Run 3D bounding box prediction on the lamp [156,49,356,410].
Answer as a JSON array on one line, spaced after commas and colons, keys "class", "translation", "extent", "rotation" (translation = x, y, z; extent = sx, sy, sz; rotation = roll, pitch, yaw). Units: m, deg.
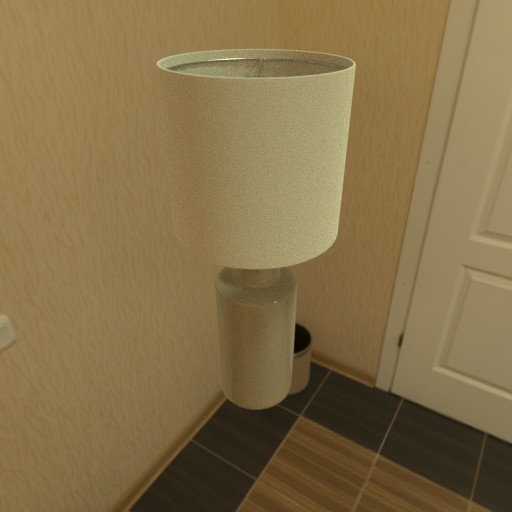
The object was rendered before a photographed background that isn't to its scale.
[{"class": "lamp", "translation": [0.000, 0.000, 0.606], "extent": [0.212, 0.493, 0.212], "rotation": [2, 31, 3]}]
